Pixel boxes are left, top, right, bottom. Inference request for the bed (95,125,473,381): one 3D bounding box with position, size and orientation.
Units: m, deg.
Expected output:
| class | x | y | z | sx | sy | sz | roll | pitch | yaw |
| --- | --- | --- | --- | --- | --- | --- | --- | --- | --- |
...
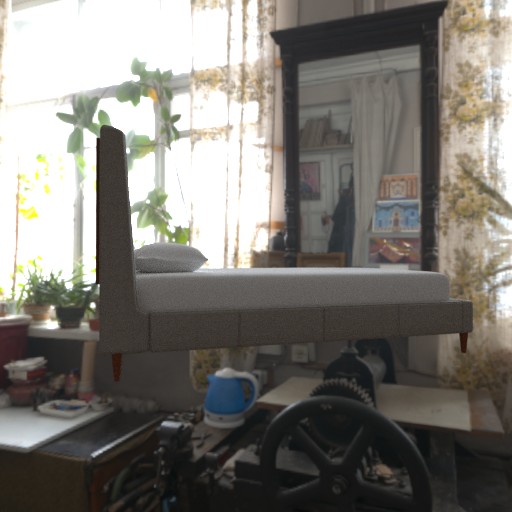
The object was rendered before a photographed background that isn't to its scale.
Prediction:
| class | x | y | z | sx | sy | sz | roll | pitch | yaw |
| --- | --- | --- | --- | --- | --- | --- | --- | --- | --- |
| bed | 0.000 | 0.000 | 3.525 | 2.342 | 1.289 | 2.062 | 0 | -1 | -18 |
